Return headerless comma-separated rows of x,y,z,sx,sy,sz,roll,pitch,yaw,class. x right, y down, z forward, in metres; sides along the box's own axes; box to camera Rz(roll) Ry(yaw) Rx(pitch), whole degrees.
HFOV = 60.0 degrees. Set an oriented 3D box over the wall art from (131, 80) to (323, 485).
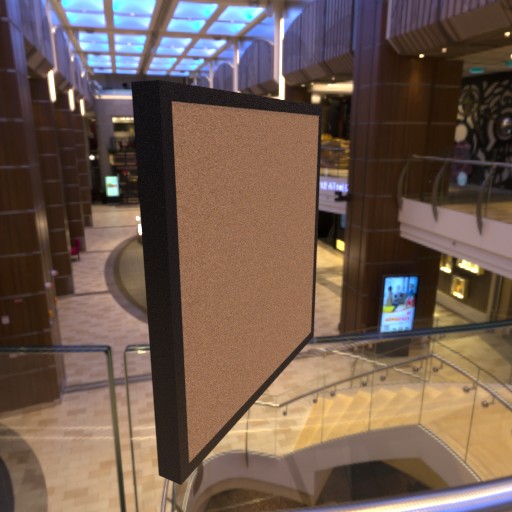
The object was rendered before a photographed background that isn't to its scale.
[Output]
0.000,0.000,0.751,0.038,0.508,0.508,8,17,26,wall art
